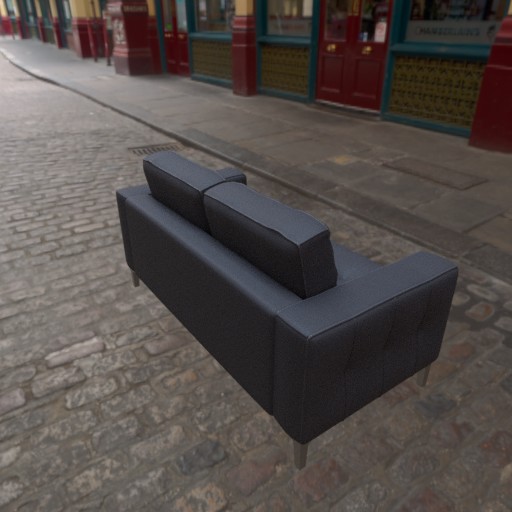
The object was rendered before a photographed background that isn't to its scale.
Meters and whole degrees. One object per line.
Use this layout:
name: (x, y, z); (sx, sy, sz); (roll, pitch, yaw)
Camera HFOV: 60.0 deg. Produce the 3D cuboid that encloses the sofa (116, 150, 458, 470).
sofa: (0.000, 0.000, 2.254); (0.833, 0.893, 1.726); (-18, 33, -31)
